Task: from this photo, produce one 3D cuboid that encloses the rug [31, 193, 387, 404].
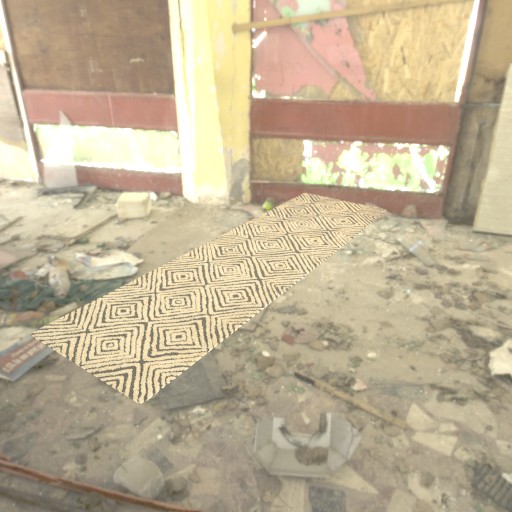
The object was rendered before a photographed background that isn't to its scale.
[{"bbox_3d":[0.000,0.000,2.490,0.676,0.008,2.277,17,31,31],"label":"rug"}]
